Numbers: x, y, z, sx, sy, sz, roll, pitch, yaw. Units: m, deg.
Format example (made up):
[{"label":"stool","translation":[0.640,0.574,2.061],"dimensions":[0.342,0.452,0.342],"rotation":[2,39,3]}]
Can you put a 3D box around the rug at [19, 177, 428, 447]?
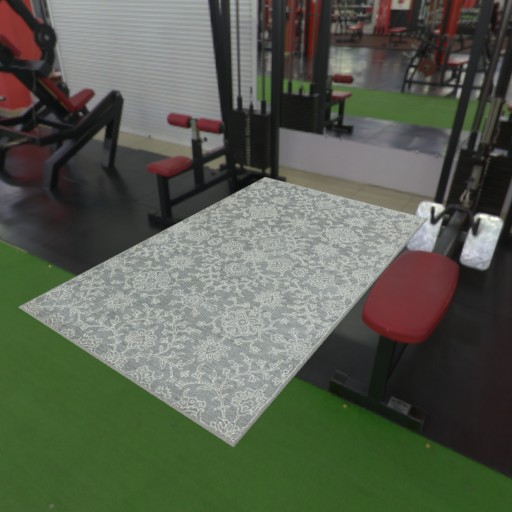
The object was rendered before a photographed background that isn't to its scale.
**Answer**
[{"label":"rug","translation":[0.000,0.000,2.938],"dimensions":[1.515,0.010,2.430],"rotation":[20,37,30]}]
